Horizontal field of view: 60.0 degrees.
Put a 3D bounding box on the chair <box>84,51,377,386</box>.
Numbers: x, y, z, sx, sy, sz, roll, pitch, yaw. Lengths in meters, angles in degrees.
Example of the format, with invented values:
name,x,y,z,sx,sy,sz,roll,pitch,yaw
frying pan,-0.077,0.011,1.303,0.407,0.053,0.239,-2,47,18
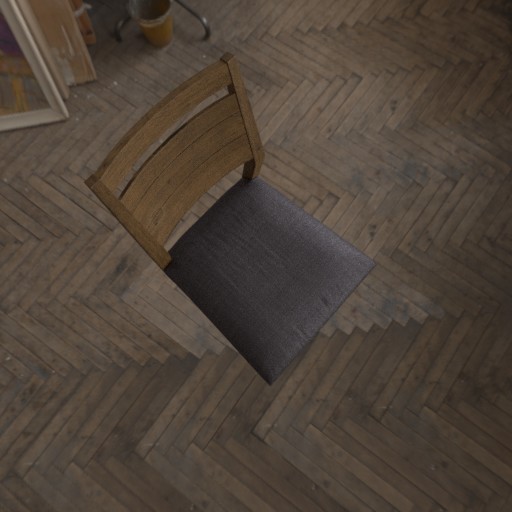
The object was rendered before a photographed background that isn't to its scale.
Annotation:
name,x,y,z,sx,sy,sz,roll,pitch,yaw
chair,0.000,0.000,1.335,0.610,0.939,0.501,42,79,10
